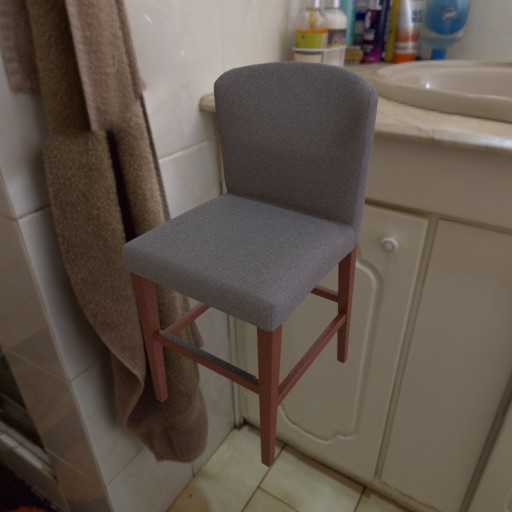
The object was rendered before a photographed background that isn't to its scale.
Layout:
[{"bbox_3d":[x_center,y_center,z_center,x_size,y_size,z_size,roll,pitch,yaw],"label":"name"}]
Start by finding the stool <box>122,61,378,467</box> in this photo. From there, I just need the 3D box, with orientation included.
[{"bbox_3d":[0.000,0.000,1.266,0.481,0.968,0.568,19,36,29],"label":"stool"}]
